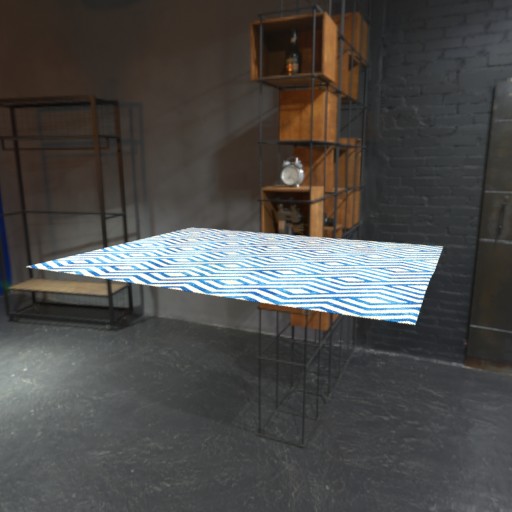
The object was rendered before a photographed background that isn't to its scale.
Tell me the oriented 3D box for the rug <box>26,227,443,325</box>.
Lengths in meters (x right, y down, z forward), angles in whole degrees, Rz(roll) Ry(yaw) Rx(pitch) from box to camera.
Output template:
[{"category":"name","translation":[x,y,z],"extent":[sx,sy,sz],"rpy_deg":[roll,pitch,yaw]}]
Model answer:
[{"category":"rug","translation":[0.000,0.000,4.093],"extent":[3.059,0.008,2.453],"rpy_deg":[6,13,25]}]
